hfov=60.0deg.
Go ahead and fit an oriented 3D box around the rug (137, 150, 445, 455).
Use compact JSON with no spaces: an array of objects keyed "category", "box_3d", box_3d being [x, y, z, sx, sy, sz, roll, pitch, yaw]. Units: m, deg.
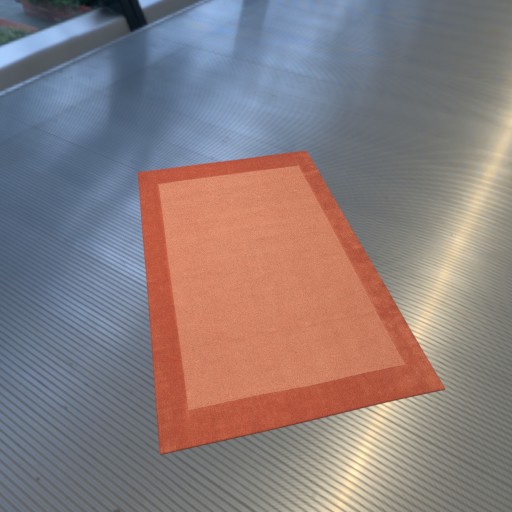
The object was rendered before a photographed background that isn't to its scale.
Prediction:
[{"category":"rug","box_3d":[0.000,0.000,3.099,1.524,0.014,2.438,-9,46,-9]}]
